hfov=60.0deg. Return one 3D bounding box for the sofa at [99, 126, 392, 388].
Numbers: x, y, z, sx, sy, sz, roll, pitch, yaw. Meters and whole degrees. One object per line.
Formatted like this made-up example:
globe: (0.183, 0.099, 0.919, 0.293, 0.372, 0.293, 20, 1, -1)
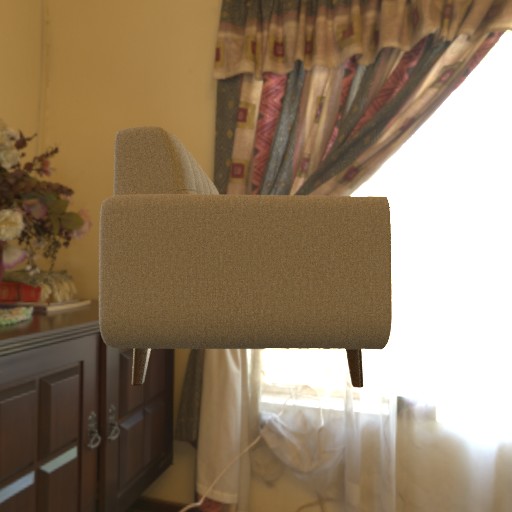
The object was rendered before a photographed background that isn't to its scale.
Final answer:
sofa: (0.000, 0.000, 2.207, 0.952, 0.925, 1.651, 0, 0, 2)
